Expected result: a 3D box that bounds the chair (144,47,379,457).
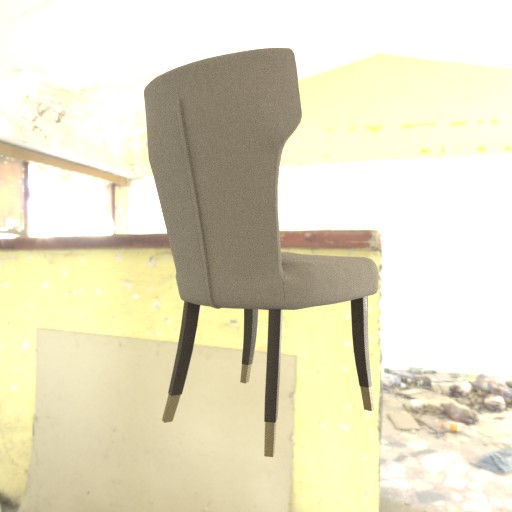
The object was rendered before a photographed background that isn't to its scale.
[{"bbox_3d":[0.000,0.000,1.311,0.526,0.950,0.630,0,0,37],"label":"chair"}]
